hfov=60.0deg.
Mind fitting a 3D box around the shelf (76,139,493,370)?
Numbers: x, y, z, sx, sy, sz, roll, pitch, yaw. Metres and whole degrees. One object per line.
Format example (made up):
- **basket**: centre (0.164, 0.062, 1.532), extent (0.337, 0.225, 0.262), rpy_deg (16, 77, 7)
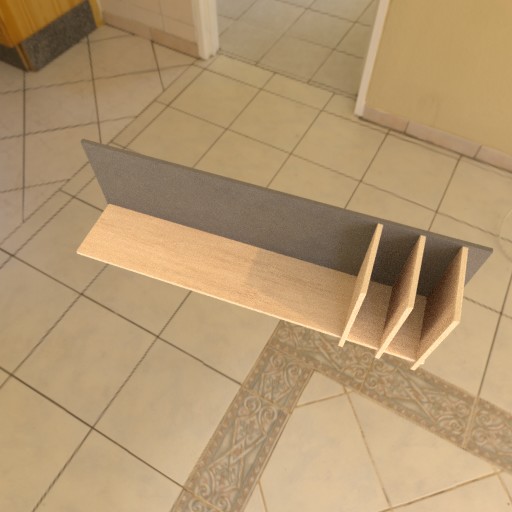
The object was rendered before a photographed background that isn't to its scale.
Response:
- **shelf**: centre (0.000, 0.000, 1.127), extent (1.020, 0.300, 0.200), rpy_deg (17, 59, 10)
